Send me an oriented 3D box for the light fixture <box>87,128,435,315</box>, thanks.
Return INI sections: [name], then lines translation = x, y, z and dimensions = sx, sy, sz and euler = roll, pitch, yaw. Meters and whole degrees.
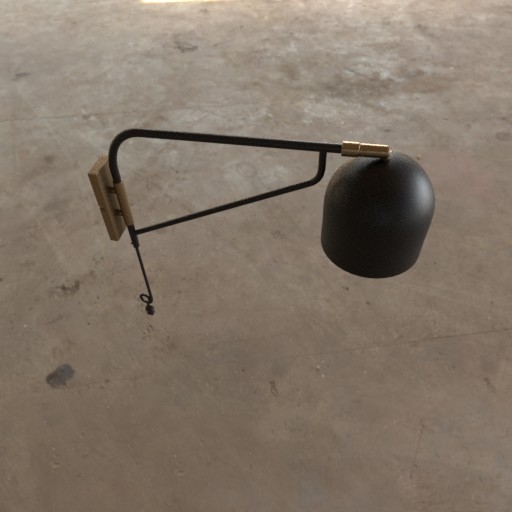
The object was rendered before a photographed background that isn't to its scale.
[light fixture]
translation = 0.000, 0.000, 1.083
dimensions = 0.720, 0.696, 0.215
euler = 9, 49, 8
